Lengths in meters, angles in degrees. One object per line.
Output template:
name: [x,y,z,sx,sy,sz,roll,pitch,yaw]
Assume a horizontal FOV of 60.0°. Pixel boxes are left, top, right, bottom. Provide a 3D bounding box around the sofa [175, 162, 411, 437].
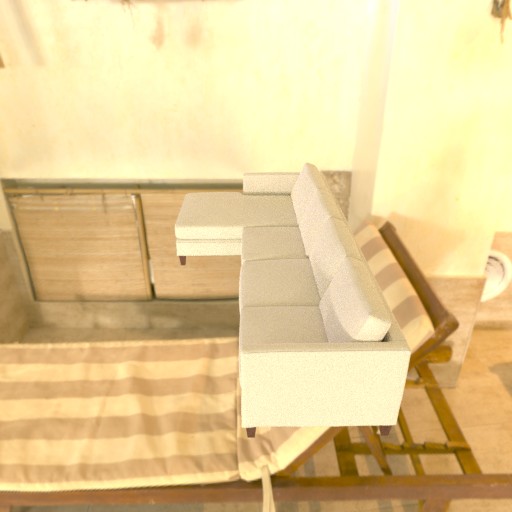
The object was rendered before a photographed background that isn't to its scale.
sofa: [0.000,0.000,3.878,1.625,0.846,3.186,-1,28,-1]
